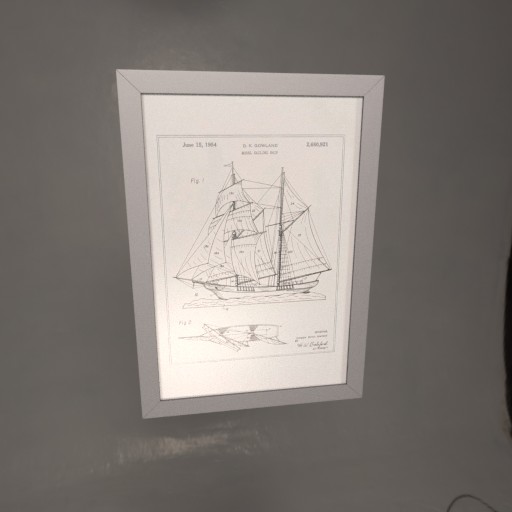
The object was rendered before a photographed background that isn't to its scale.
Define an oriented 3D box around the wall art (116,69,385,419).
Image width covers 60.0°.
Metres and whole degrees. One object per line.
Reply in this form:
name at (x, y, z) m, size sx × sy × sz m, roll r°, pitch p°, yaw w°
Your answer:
wall art at (0.000, 0.000, 0.693) m, size 0.380 × 0.534 × 0.013 m, roll -2°, pitch 15°, yaw -9°
